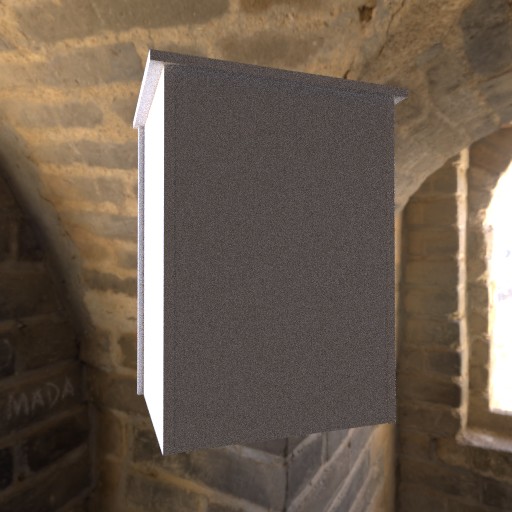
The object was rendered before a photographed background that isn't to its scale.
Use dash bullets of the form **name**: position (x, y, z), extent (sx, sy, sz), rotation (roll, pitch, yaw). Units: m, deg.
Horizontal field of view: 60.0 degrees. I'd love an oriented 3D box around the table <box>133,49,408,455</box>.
- **table**: position (0.000, 0.000, 0.940), extent (0.480, 0.635, 0.381), rotation (0, -1, -19)
